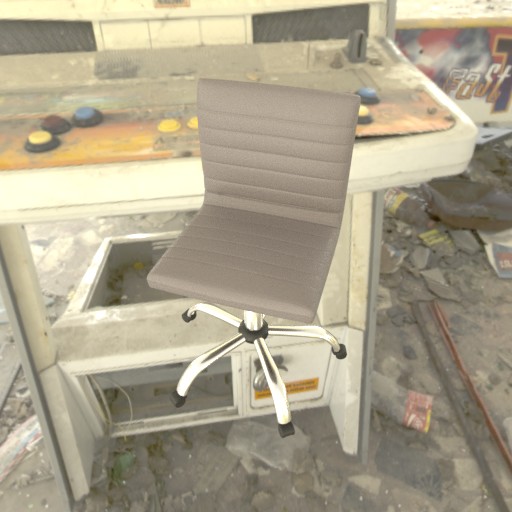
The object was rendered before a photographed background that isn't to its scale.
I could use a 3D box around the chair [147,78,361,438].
[{"bbox_3d":[0.000,0.000,1.154,0.556,0.780,0.530,11,41,13],"label":"chair"}]
